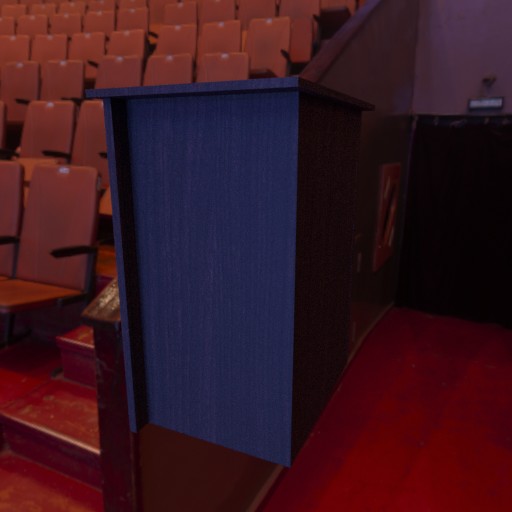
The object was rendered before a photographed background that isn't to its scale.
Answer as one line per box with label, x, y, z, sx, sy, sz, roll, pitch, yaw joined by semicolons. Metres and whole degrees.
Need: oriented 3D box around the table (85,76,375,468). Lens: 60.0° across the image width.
table;0.000;0.000;1.061;0.406;0.711;0.591;7;16;24
